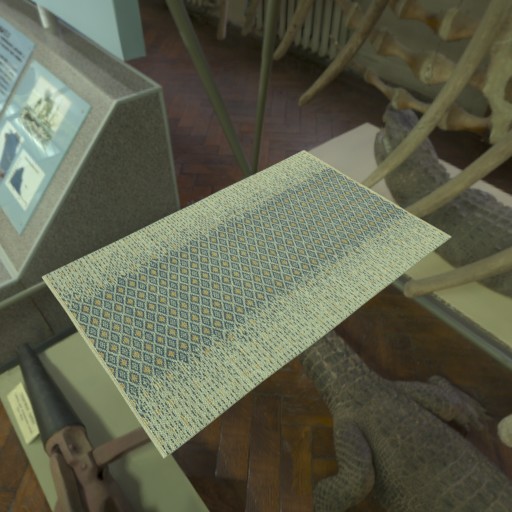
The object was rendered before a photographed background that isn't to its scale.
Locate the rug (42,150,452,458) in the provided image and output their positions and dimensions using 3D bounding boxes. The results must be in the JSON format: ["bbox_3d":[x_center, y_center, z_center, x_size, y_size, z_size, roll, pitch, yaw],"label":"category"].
[{"bbox_3d":[0.000,0.000,3.101,2.448,0.008,1.541,-31,53,-27],"label":"rug"}]
